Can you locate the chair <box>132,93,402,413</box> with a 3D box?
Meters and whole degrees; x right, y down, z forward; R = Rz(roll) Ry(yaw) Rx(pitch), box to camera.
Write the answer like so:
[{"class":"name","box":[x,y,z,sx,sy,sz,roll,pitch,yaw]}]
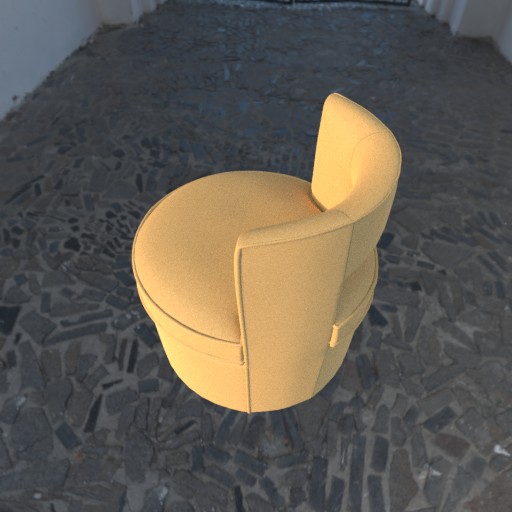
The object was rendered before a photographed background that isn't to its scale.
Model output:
[{"class":"chair","box":[0.000,0.000,1.231,0.665,0.723,0.650,17,49,15]}]
